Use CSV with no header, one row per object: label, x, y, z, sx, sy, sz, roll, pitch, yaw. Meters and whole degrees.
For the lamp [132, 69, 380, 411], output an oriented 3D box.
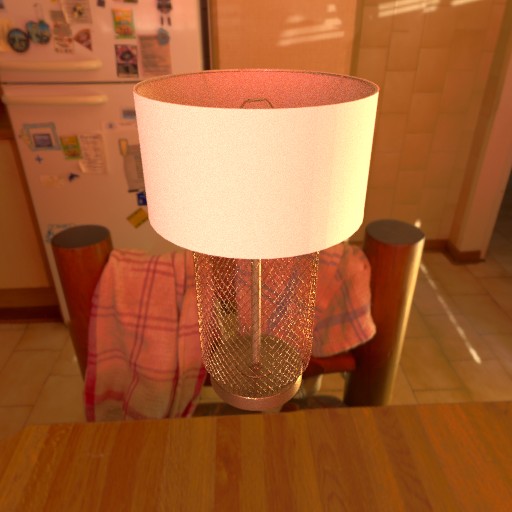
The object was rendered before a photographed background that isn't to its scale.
lamp,0.000,0.000,0.792,0.353,0.578,0.353,0,30,0
